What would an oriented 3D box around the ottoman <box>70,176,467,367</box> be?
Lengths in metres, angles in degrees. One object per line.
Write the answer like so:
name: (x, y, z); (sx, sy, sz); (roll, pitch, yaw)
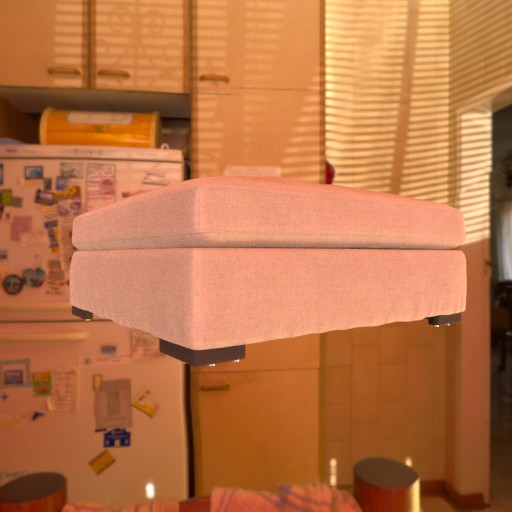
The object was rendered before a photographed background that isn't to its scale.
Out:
ottoman: (0.000, 0.000, 1.796); (1.203, 0.517, 1.171); (0, 0, -36)
